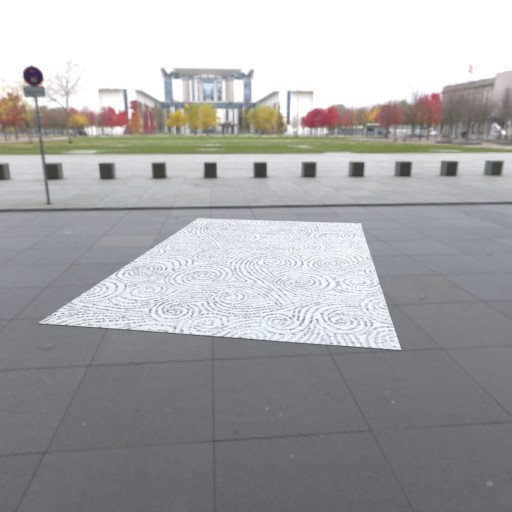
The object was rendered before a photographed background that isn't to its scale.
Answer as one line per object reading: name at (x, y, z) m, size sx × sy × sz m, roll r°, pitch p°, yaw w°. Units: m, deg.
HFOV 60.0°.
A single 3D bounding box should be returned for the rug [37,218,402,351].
rug at (0.000, 0.000, 2.956) m, size 1.524 × 0.005 × 2.439 m, roll 3°, pitch 16°, yaw 9°
